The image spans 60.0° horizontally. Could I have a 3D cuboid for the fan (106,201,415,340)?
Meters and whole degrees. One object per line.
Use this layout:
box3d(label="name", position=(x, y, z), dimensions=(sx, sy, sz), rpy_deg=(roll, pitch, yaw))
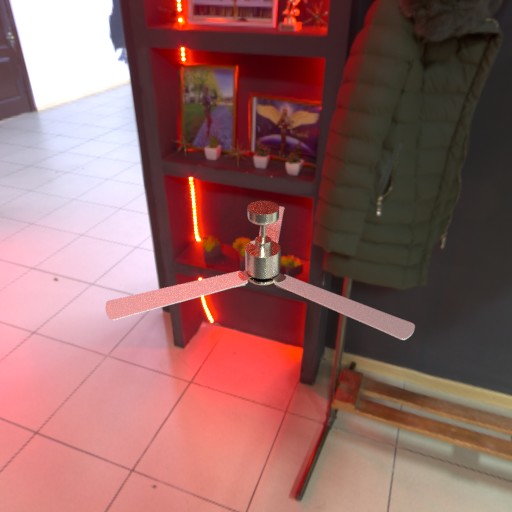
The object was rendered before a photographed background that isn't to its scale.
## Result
box3d(label="fan", position=(0.000, 0.000, 2.392), dimensions=(1.531, 0.446, 1.561), rpy_deg=(-22, 38, -30))
